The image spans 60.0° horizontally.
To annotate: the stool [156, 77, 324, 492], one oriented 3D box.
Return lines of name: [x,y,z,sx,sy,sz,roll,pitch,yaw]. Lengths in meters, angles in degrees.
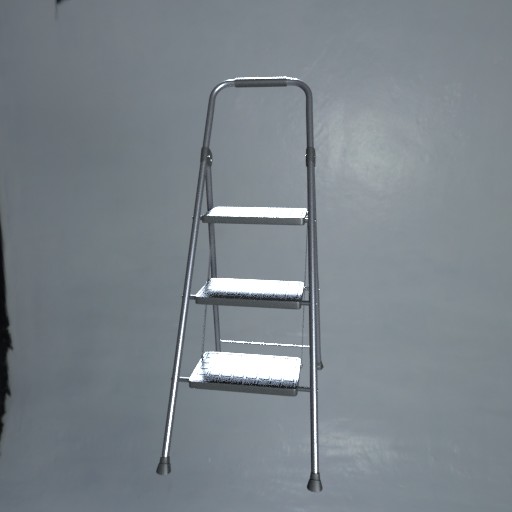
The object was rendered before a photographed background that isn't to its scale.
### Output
stool: [0.000,0.000,1.446,0.473,1.121,0.733,2,14,8]
